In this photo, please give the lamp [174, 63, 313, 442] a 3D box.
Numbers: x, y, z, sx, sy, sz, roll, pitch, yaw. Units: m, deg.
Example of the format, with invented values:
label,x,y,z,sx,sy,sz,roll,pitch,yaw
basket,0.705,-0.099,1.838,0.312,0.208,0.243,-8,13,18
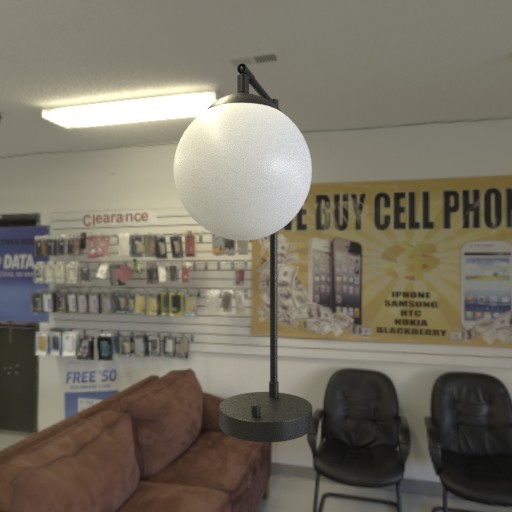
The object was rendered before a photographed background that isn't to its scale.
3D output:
label,x,y,z,sx,sy,sz,roll,pitch,yaw
lamp,0.000,0.000,0.694,0.197,0.559,0.316,0,-1,18
